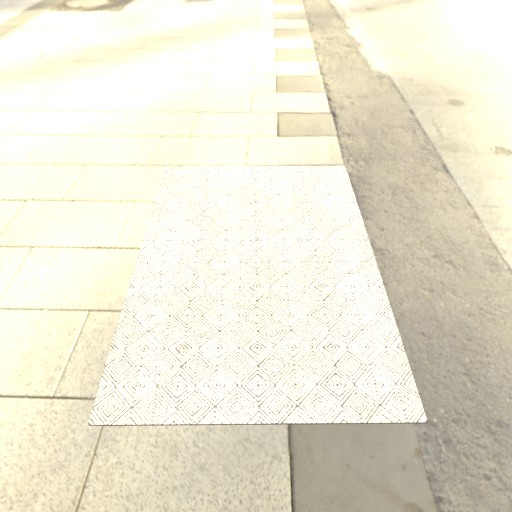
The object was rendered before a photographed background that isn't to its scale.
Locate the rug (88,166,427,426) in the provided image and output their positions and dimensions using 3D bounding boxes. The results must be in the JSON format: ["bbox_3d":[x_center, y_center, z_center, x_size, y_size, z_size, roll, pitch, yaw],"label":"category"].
[{"bbox_3d":[0.000,0.000,2.208,1.175,0.008,1.783,0,41,0],"label":"rug"}]
